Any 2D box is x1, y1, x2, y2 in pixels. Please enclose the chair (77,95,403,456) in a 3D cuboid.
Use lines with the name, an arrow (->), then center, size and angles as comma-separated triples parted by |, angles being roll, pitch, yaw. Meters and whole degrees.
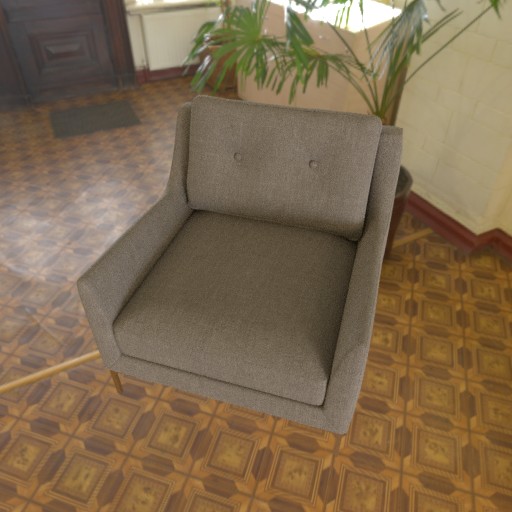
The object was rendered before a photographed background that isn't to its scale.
chair -> 0.000, 0.000, 1.532 | 0.847, 0.828, 0.849 | 11, 41, 13
